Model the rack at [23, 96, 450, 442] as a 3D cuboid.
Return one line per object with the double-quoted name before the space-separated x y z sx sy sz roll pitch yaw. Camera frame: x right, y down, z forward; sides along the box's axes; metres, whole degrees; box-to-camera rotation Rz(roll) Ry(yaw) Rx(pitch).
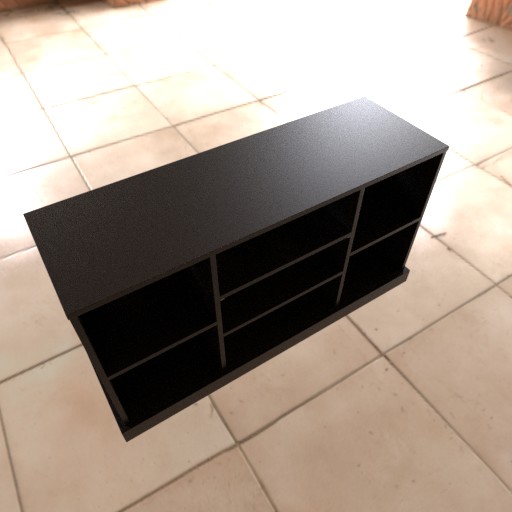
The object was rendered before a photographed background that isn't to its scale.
"rack" 0.000 0.000 1.478 1.206 0.635 0.399 -25 52 -22
